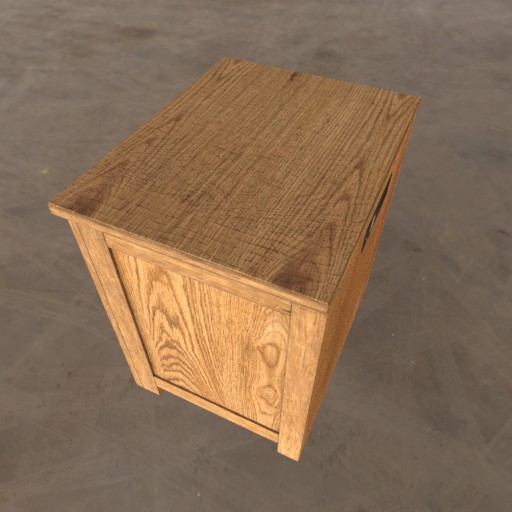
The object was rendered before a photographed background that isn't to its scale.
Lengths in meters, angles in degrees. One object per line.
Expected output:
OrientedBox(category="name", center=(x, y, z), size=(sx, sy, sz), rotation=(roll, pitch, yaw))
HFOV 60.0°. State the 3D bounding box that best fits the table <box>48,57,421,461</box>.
OrientedBox(category="table", center=(0.000, 0.000, 1.049), size=(0.494, 0.625, 0.601), rotation=(19, 50, 17))
